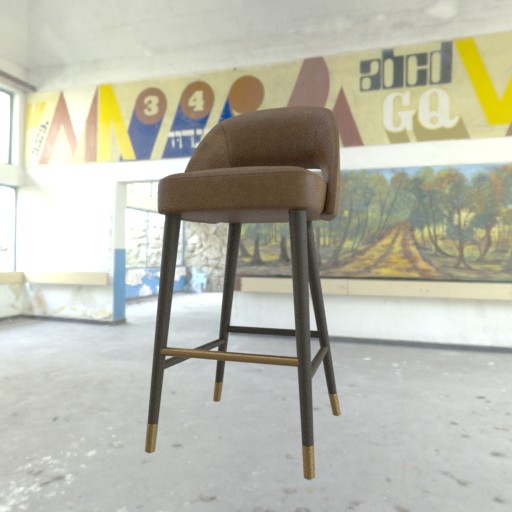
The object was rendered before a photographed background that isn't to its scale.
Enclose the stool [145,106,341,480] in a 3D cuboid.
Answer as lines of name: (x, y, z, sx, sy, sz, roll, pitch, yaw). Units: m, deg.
stool: (0.000, 0.000, 1.331, 0.494, 1.037, 0.509, 0, 0, 19)
